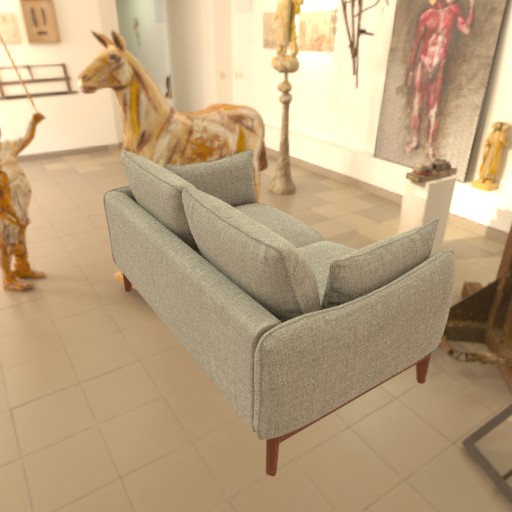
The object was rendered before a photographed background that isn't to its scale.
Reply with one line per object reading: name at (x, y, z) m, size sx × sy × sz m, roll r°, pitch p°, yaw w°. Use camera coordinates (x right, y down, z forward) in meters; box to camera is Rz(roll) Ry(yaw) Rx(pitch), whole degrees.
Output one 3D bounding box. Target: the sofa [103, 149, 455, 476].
sofa at (0.000, 0.000, 2.114) m, size 0.972 × 0.851 × 1.580 m, roll -17°, pitch 32°, yaw -30°
